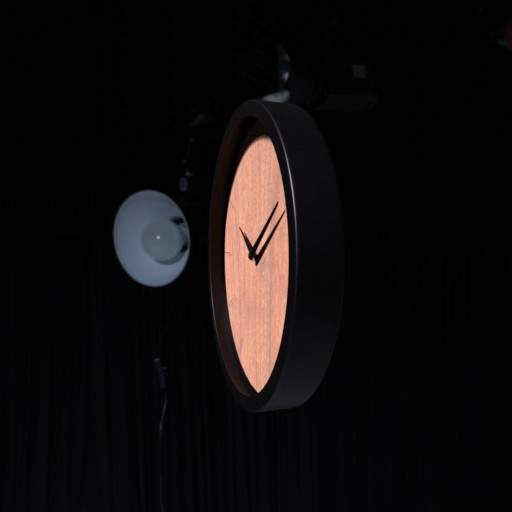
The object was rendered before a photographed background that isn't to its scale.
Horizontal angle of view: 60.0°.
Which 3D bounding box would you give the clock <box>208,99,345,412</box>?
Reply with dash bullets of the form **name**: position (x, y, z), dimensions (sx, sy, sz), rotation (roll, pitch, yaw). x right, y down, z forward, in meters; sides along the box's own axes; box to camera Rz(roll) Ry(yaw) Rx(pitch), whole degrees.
- **clock**: position (0.000, 0.000, 0.474), dimensions (0.040, 0.314, 0.314), rotation (0, 1, -18)
